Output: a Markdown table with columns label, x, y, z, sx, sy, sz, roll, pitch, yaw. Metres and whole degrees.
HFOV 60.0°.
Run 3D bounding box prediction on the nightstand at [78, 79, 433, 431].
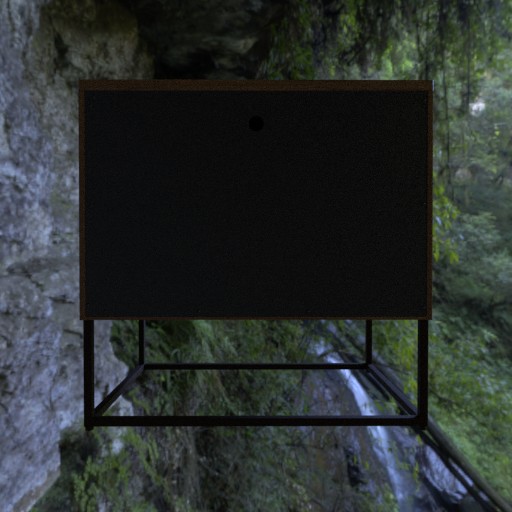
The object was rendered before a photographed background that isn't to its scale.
| label | x | y | z | sx | sy | sz | roll | pitch | yaw |
| --- | --- | --- | --- | --- | --- | --- | --- | --- | --- |
| nightstand | 0.000 | 0.000 | 0.979 | 0.610 | 0.610 | 0.437 | 0 | 1 | 0 |
